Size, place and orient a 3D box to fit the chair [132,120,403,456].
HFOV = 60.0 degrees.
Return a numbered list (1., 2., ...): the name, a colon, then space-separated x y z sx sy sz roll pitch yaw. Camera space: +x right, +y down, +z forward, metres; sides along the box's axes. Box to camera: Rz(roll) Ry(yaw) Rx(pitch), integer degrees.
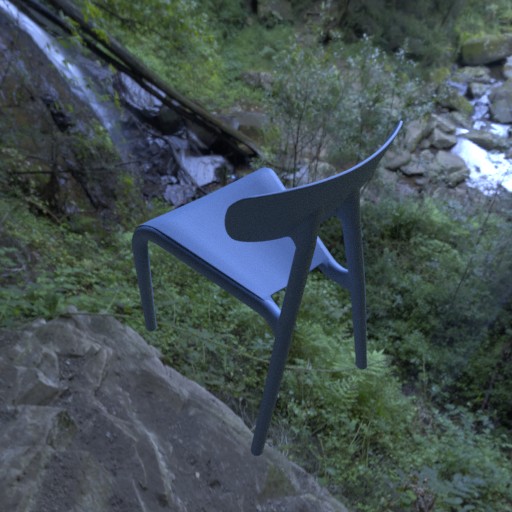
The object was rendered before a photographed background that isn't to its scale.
1. chair: 0.000 0.000 0.811 0.356 0.580 0.401 -30 53 -26
